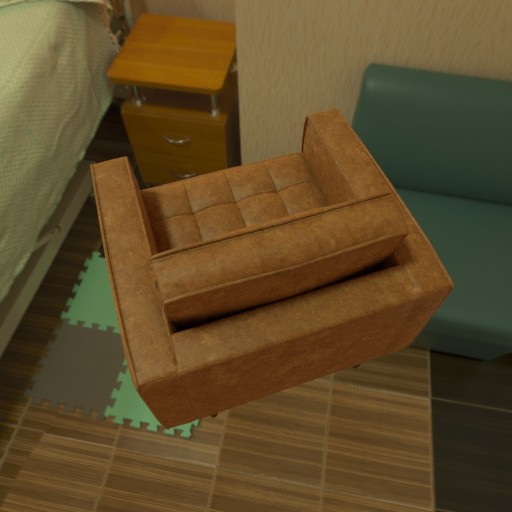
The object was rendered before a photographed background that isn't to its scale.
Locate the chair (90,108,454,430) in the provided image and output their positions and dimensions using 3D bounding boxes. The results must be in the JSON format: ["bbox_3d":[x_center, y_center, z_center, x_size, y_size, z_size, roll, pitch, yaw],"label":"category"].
[{"bbox_3d":[0.000,0.000,1.486,0.928,0.767,0.798,-16,58,-10],"label":"chair"}]
